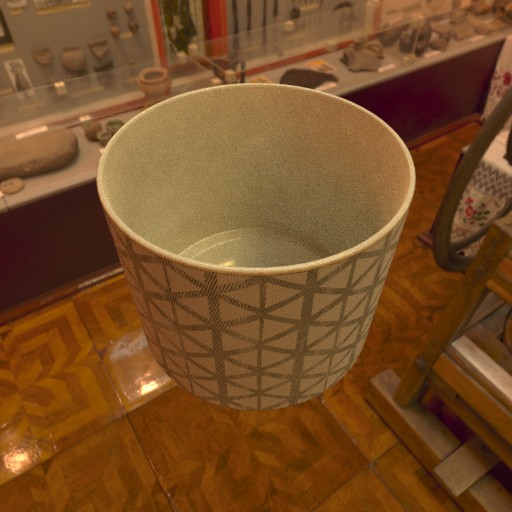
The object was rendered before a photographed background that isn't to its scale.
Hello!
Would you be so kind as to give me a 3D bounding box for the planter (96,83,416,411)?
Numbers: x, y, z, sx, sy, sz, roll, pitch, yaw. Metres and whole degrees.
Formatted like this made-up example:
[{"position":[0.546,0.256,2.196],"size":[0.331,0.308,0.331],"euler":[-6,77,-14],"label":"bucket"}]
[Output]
[{"position":[0.000,0.000,0.337],"size":[0.190,0.181,0.190],"euler":[0,47,0],"label":"planter"}]
